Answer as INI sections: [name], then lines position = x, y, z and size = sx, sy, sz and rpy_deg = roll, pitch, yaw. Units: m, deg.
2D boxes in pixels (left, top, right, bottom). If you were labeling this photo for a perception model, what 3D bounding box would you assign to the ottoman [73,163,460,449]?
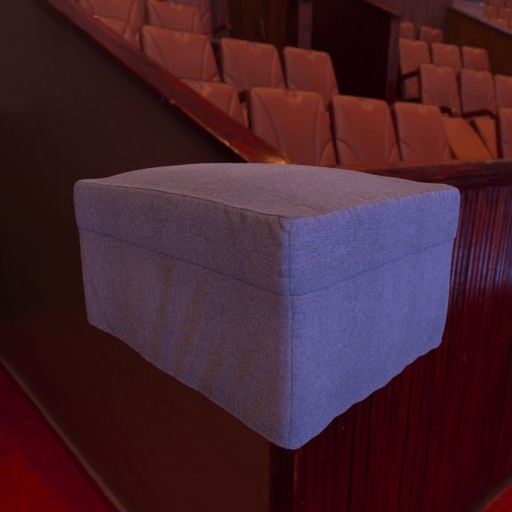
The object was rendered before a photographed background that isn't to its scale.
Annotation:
[ottoman]
position = 0.000, 0.000, 1.219
size = 0.652, 0.492, 0.833
rpy_deg = -14, 21, -43
